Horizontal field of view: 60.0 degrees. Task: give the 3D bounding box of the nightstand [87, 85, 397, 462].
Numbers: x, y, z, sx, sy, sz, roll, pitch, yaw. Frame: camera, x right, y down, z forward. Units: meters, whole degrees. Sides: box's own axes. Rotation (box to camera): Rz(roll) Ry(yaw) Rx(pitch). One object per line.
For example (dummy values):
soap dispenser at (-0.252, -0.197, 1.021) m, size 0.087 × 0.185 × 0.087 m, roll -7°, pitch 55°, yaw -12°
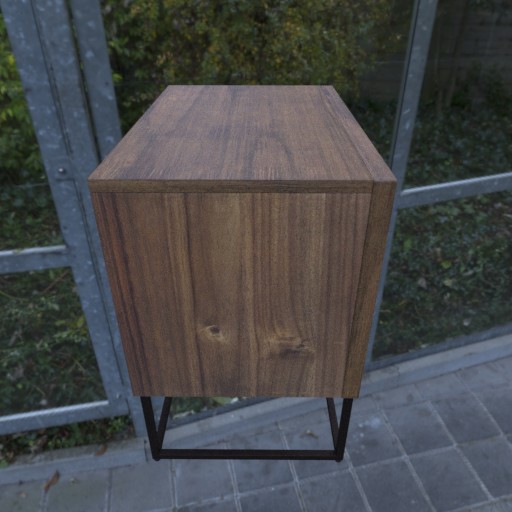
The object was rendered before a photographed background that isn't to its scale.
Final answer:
nightstand at (0.000, 0.000, 0.992) m, size 0.437 × 0.610 × 0.610 m, roll 0°, pitch 32°, yaw 0°
